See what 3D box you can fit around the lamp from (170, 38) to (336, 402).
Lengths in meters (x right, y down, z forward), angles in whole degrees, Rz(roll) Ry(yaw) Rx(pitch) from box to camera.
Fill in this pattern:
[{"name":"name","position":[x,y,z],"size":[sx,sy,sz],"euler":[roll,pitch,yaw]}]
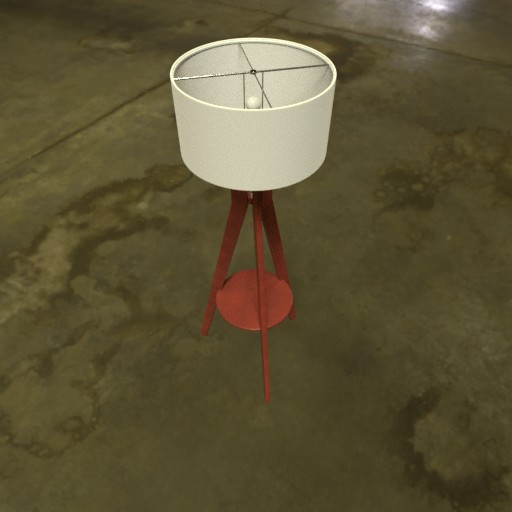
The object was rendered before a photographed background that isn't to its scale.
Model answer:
[{"name":"lamp","position":[0.000,0.000,1.775],"size":[0.539,1.472,0.542],"euler":[-9,47,-9]}]
